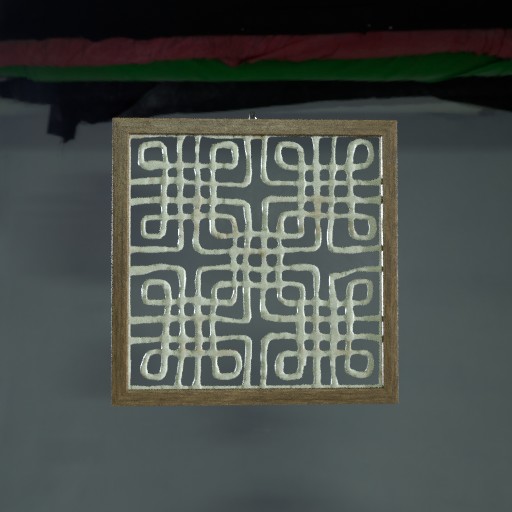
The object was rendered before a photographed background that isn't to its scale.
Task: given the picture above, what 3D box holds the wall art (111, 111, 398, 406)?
[{"bbox_3d":[0.000,0.000,0.879,0.561,0.582,0.021,0,-1,-2],"label":"wall art"}]
